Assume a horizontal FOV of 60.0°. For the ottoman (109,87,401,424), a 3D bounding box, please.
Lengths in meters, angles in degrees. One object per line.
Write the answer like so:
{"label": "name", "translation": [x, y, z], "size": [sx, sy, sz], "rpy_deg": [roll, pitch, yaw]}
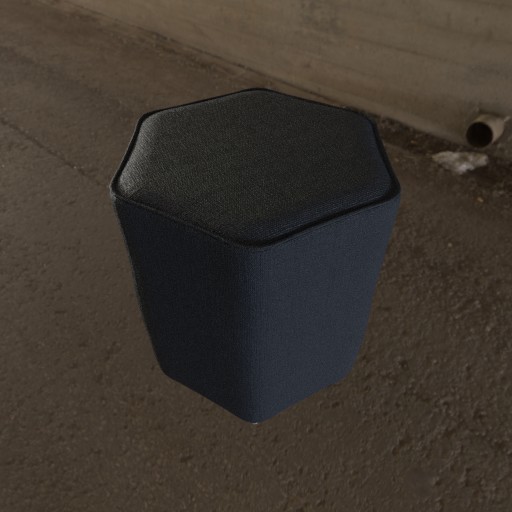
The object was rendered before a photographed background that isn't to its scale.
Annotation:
{"label": "ottoman", "translation": [0.000, 0.000, 0.895], "size": [0.454, 0.505, 0.492], "rpy_deg": [3, 44, 3]}
